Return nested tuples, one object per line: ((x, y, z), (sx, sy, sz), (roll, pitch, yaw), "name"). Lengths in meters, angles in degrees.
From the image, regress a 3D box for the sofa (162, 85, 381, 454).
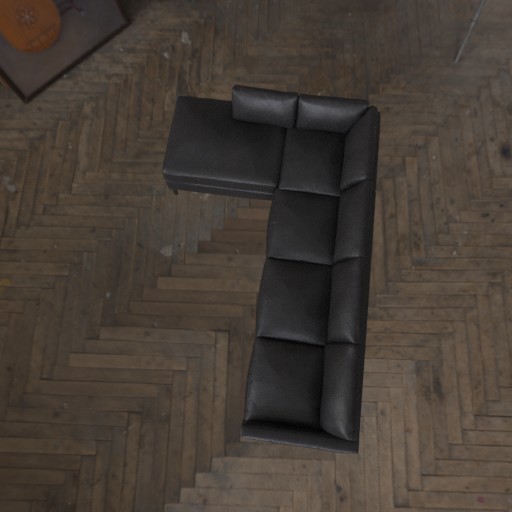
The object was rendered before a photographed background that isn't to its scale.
((0.000, 0.000, 3.929), (1.938, 0.877, 2.984), (7, 75, 2), "sofa")
